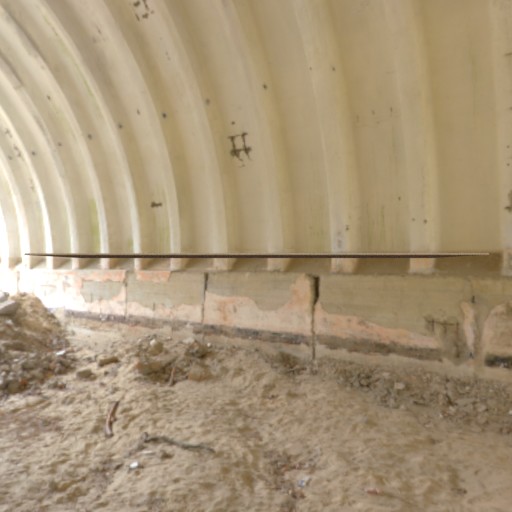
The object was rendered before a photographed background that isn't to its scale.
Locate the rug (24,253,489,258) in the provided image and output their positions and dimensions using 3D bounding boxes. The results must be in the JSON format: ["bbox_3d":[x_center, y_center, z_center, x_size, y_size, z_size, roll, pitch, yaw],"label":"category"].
[{"bbox_3d":[0.000,0.000,2.691,2.435,0.009,0.750,0,-2,1],"label":"rug"}]
